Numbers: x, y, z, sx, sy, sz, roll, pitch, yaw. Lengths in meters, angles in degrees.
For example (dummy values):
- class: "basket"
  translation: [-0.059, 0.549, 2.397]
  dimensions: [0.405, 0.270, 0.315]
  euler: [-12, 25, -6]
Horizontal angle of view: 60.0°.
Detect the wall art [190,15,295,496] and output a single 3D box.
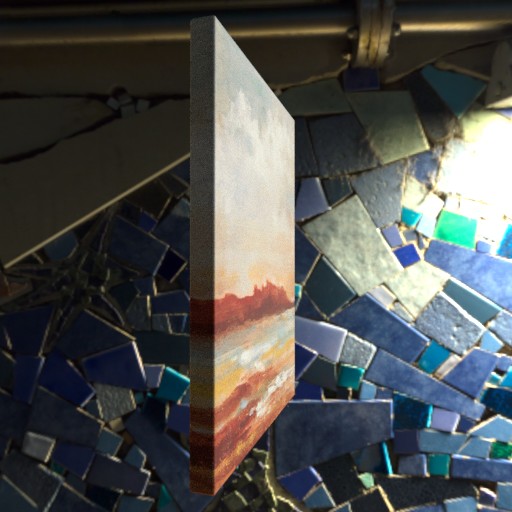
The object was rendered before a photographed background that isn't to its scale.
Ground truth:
- class: "wall art"
  translation: [0.000, 0.000, 0.770]
  dimensions: [0.035, 0.605, 0.443]
  euler: [0, -1, 18]
